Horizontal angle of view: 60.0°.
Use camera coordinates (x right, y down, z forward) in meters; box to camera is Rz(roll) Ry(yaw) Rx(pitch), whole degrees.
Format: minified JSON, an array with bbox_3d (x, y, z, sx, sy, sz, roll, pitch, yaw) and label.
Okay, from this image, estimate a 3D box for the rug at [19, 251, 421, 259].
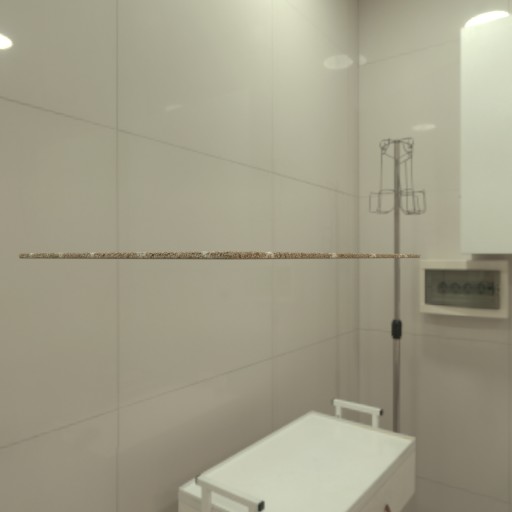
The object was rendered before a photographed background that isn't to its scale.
[{"bbox_3d":[0.000,0.000,3.016,1.524,0.030,2.438,0,0,36],"label":"rug"}]
